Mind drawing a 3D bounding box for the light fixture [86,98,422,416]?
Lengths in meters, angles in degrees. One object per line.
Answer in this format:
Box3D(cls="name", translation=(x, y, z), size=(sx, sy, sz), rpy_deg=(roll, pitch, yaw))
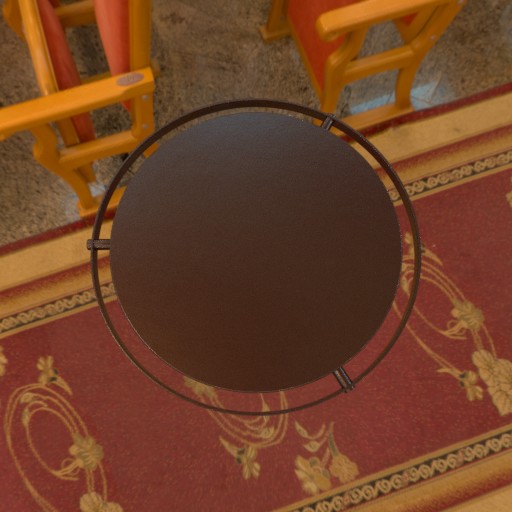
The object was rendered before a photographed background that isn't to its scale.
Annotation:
Box3D(cls="light fixture", translation=(0.000, 0.000, 0.543), size=(0.361, 0.130, 0.361), rpy_deg=(0, 75, 0))
